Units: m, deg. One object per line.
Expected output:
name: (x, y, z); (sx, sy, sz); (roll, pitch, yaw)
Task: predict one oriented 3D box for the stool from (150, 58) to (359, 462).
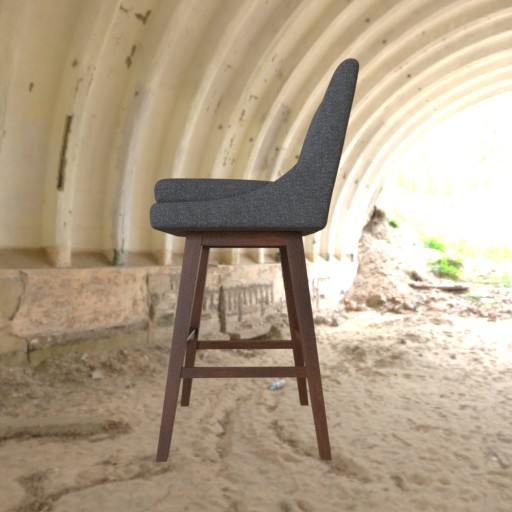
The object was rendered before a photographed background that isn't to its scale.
stool: (0.000, 0.000, 1.386); (0.572, 1.068, 0.489); (0, 0, -1)
